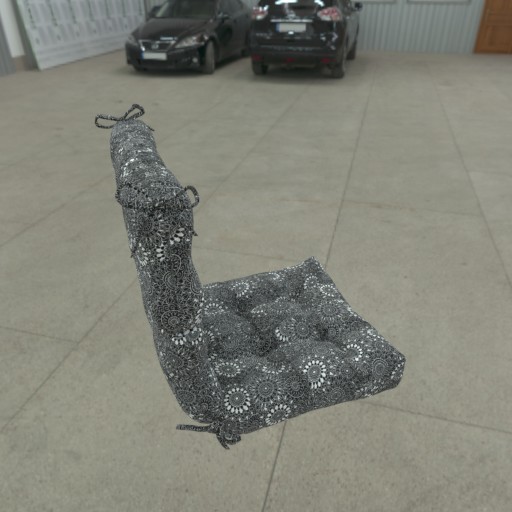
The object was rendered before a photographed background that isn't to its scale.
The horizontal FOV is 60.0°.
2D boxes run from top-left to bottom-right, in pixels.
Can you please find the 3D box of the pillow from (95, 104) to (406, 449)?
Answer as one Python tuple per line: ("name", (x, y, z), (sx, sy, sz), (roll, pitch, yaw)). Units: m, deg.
("pillow", (0.000, 0.000, 0.993), (0.571, 0.605, 0.519), (-11, 33, -17))
